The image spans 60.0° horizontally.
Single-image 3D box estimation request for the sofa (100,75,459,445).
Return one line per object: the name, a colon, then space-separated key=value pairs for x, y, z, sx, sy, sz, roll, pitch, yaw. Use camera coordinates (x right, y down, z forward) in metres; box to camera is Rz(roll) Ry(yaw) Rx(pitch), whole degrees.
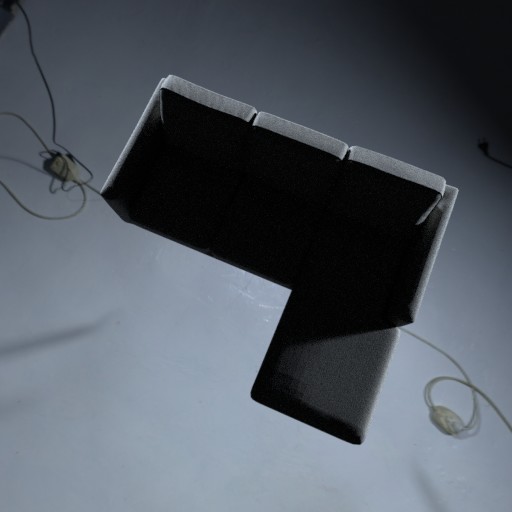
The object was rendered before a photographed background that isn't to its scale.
sofa: x=0.000 y=0.000 z=2.869 sx=2.055 sy=0.957 sz=1.667 roll=22 pitch=77 yaw=5
